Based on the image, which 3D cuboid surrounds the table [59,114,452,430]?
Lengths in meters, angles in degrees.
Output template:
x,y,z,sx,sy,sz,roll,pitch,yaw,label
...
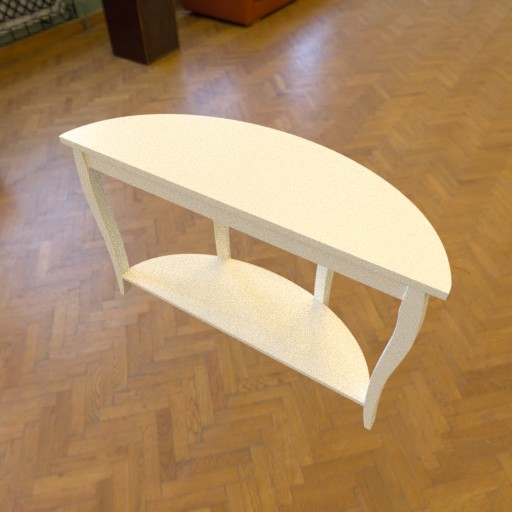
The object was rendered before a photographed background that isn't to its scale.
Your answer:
x,y,z,sx,sy,sz,roll,pitch,yaw,label
0.000,0.000,1.577,1.219,0.780,0.394,24,51,21,table
